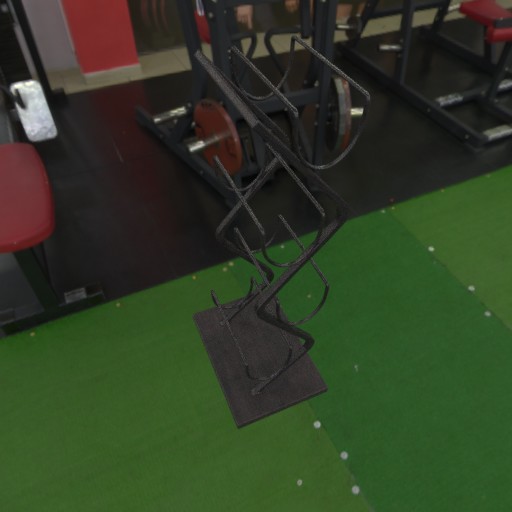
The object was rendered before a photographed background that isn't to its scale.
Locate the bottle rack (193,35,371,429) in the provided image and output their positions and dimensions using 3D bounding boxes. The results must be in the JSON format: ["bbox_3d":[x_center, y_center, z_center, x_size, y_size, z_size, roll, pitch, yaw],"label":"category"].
[{"bbox_3d":[0.000,0.000,0.669,0.178,0.559,0.254,-17,49,-16],"label":"bottle rack"}]
